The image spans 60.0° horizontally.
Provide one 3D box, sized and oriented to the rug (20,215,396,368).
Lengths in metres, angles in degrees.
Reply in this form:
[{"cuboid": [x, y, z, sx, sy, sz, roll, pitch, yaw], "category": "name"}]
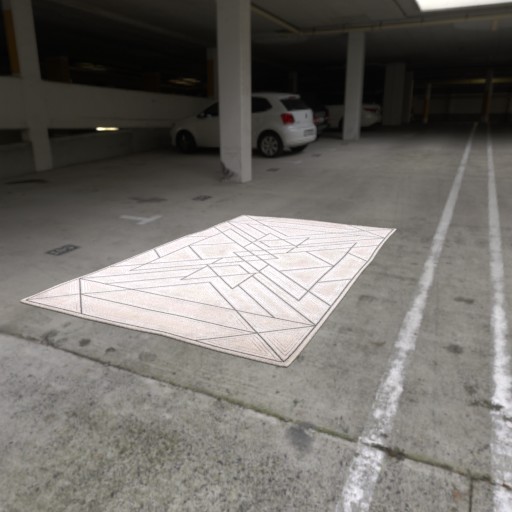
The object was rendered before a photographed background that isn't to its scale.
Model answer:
[{"cuboid": [0.000, 0.000, 1.048, 0.511, 0.008, 0.869, 8, 18, 25], "category": "rug"}]
